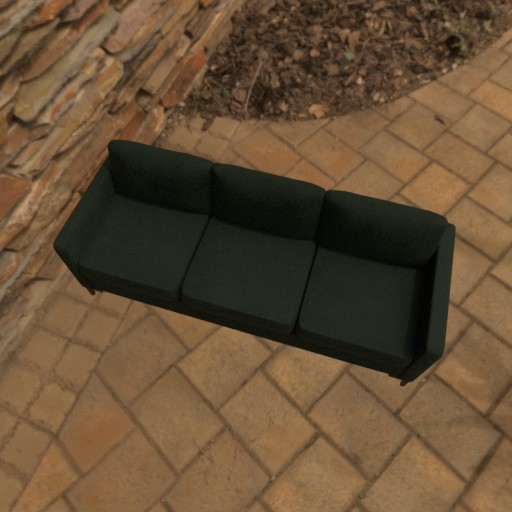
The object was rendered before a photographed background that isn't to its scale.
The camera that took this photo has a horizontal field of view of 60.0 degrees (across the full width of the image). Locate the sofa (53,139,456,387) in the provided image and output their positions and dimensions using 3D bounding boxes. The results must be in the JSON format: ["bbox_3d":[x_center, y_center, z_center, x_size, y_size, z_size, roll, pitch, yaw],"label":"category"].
[{"bbox_3d":[0.000,0.000,2.760,2.218,0.870,0.859,15,61,8],"label":"sofa"}]
